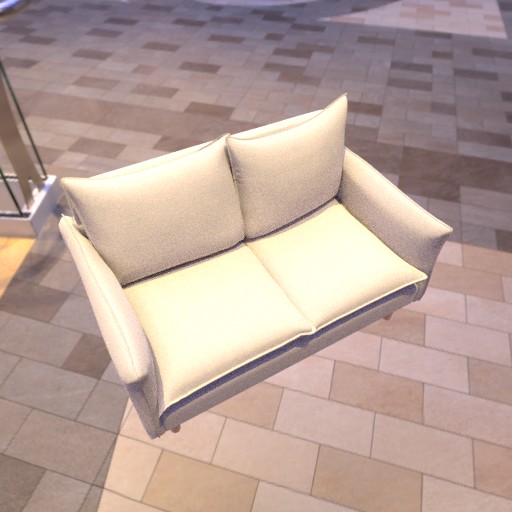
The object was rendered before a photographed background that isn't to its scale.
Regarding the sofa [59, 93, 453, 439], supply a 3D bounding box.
[{"bbox_3d":[0.000,0.000,1.789,1.300,0.840,0.820,-22,50,-20],"label":"sofa"}]
